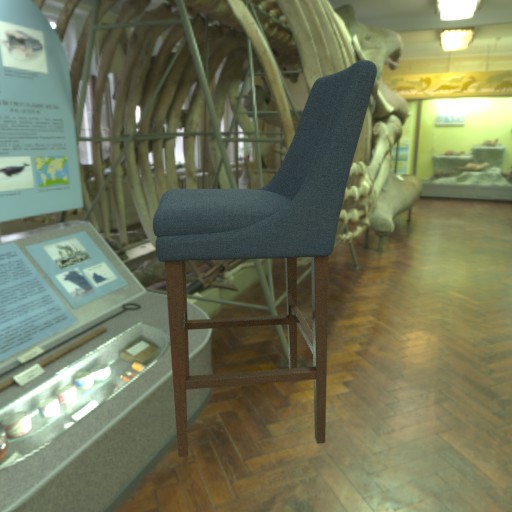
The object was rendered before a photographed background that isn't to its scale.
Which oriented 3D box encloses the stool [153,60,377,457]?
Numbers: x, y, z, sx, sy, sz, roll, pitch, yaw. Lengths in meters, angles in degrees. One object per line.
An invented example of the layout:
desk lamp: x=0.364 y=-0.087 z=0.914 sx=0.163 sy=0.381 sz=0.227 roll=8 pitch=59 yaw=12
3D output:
stool: x=0.000 y=0.000 z=1.373 sx=0.577 sy=1.078 sz=0.470 roll=-2 pitch=16 yaw=-7
